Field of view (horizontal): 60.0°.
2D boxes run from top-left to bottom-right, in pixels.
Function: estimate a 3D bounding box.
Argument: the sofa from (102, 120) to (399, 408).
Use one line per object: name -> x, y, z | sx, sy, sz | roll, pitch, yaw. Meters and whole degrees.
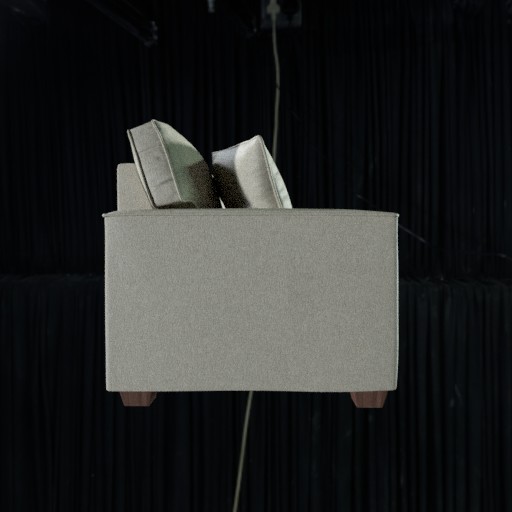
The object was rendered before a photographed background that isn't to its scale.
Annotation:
sofa -> 0.000, 0.000, 2.124 | 0.991, 0.989, 1.388 | 0, 1, 1
